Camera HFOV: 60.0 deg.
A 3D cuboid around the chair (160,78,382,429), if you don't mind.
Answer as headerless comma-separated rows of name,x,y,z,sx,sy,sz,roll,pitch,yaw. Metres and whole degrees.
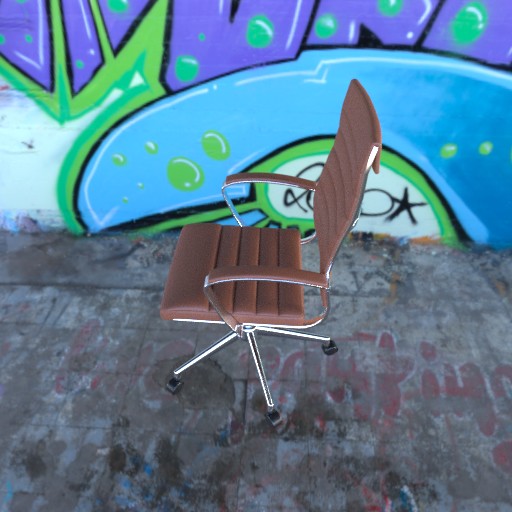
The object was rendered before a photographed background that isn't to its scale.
chair,0.000,0.000,1.639,0.739,1.149,0.766,2,42,2
